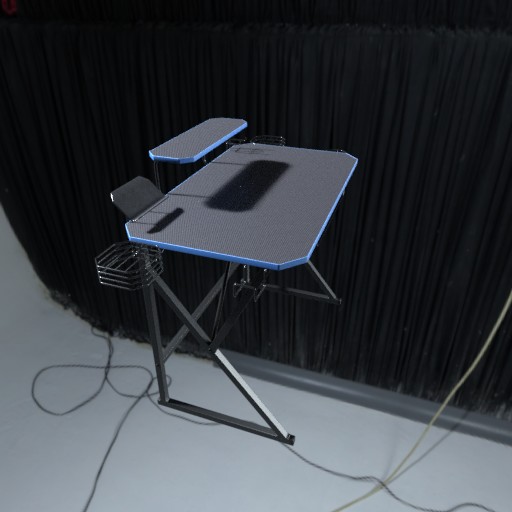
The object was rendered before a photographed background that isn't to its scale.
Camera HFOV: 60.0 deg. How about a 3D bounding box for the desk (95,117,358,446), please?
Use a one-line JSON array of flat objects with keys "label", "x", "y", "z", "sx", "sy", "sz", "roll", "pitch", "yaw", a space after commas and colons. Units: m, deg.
[{"label": "desk", "x": 0.000, "y": 0.000, "z": 1.738, "sx": 0.594, "sy": 0.909, "sz": 1.295, "roll": 10, "pitch": 32, "yaw": 17}]
